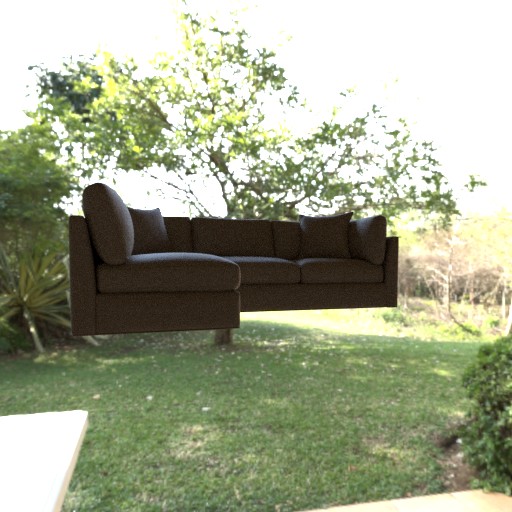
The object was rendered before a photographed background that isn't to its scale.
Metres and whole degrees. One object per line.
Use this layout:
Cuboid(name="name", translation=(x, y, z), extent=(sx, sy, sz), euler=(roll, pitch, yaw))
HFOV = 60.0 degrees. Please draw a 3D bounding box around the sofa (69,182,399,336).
Cuboid(name="sofa", translation=(0.000, 0.000, 3.881), extent=(2.896, 0.978, 1.994), euler=(0, -1, -19))
